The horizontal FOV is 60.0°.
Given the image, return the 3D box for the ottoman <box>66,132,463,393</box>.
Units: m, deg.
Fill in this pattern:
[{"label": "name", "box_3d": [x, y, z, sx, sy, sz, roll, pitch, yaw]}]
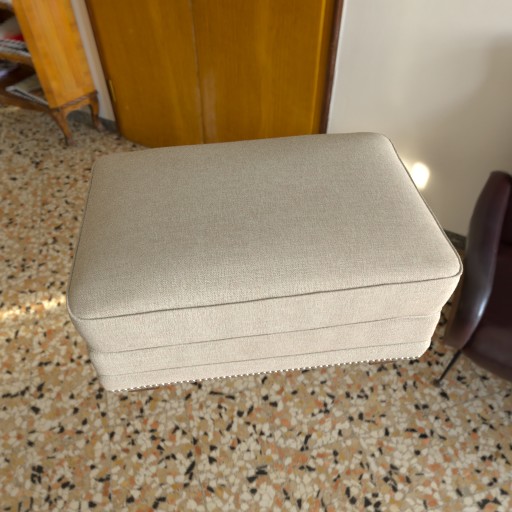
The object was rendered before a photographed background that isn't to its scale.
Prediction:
[{"label": "ottoman", "box_3d": [0.000, 0.000, 1.158, 0.813, 0.458, 0.559, -5, 47, -5]}]
